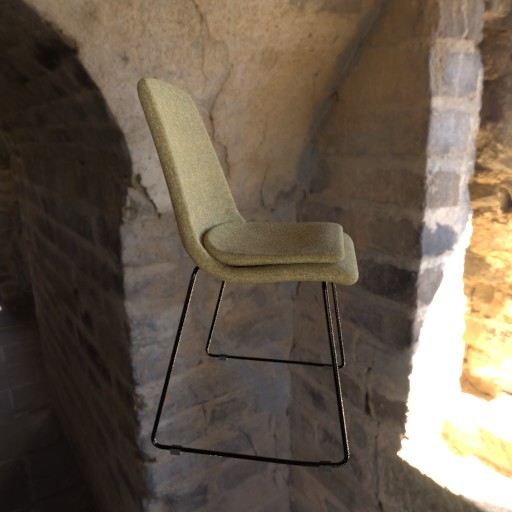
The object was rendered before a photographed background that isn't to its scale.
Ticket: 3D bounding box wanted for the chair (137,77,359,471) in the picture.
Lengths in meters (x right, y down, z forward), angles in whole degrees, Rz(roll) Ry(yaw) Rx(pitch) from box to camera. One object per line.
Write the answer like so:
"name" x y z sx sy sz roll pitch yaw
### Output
"chair" 0.000 0.000 1.129 0.496 0.849 0.479 3 15 9
